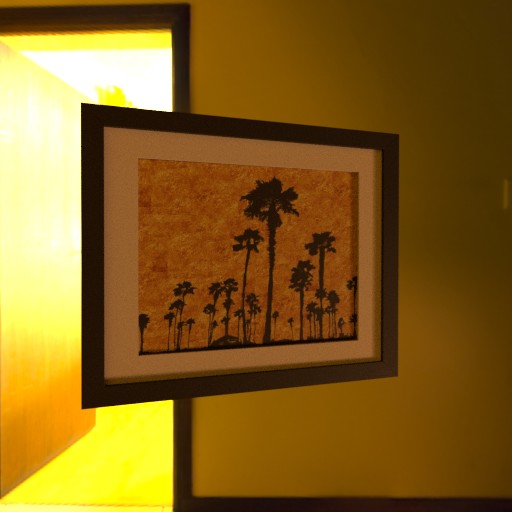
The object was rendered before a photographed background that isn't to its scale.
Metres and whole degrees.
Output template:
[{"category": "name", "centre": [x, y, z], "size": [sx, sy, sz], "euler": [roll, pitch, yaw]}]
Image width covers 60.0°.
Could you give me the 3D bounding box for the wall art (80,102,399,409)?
[{"category": "wall art", "centre": [0.000, 0.000, 0.764], "size": [0.561, 0.460, 0.028], "euler": [0, 1, -18]}]
